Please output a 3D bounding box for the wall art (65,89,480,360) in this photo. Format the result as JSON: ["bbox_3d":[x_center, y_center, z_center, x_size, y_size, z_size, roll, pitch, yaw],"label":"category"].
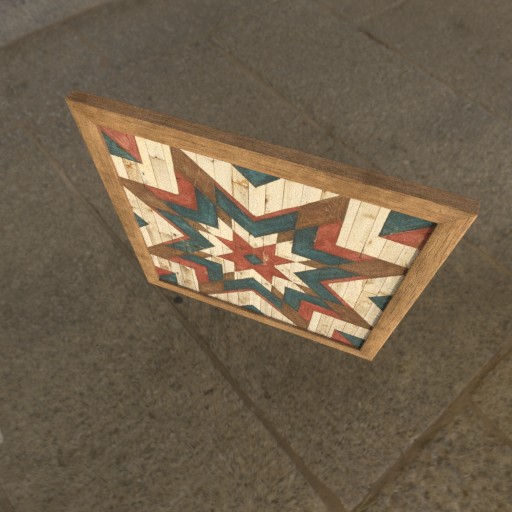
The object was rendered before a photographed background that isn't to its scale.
[{"bbox_3d":[0.000,0.000,1.005,0.695,0.691,0.029,18,61,10],"label":"wall art"}]
